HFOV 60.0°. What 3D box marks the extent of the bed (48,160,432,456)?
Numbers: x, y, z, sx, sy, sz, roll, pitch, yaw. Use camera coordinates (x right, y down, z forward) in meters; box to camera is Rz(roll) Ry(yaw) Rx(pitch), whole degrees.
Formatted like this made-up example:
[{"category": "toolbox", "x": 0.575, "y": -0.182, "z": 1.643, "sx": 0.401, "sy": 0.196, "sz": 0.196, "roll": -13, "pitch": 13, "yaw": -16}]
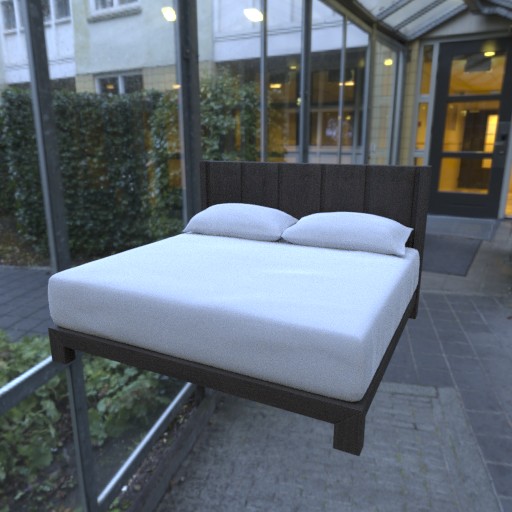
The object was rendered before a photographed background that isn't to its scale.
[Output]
[{"category": "bed", "x": 0.000, "y": 0.000, "z": 3.294, "sx": 2.134, "sy": 1.270, "sz": 2.012, "roll": 7, "pitch": 16, "yaw": 26}]
